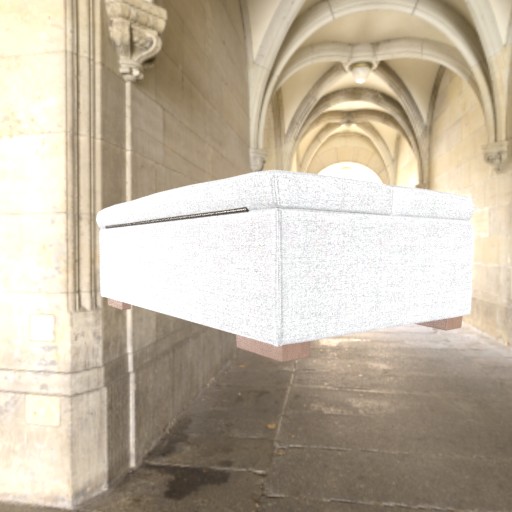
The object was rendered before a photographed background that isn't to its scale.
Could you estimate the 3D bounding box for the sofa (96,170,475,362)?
[{"bbox_3d":[0.000,0.000,1.635,0.817,0.434,1.250,-1,1,-36],"label":"sofa"}]
